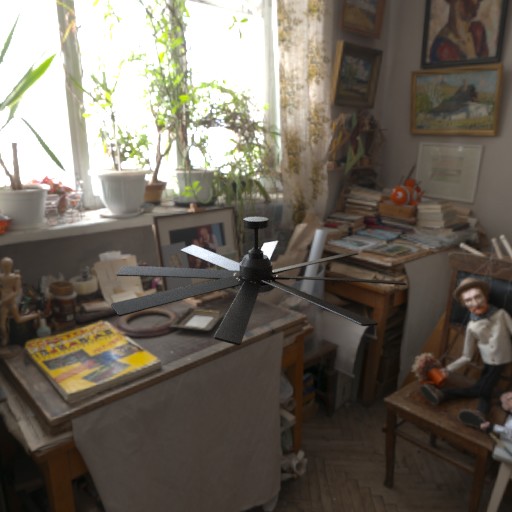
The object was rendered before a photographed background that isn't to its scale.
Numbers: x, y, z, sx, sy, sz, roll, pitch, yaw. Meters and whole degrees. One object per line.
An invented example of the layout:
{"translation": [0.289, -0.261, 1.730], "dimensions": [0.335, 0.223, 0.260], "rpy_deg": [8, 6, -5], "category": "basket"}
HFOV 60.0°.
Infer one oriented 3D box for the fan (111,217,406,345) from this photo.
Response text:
{"translation": [0.000, 0.000, 2.785], "dimensions": [1.830, 0.472, 1.830], "rpy_deg": [2, 16, 8], "category": "fan"}
